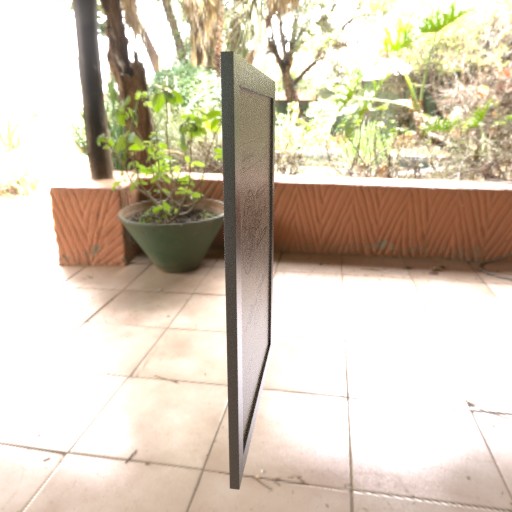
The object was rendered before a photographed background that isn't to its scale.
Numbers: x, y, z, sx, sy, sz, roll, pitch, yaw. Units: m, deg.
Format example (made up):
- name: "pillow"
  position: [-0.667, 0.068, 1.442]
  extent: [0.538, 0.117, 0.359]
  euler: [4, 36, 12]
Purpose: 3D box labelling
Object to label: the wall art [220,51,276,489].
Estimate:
- name: "wall art"
  position: [0.000, 0.000, 0.683]
  extent: [0.013, 0.529, 0.376]
  euler: [3, 17, 8]
